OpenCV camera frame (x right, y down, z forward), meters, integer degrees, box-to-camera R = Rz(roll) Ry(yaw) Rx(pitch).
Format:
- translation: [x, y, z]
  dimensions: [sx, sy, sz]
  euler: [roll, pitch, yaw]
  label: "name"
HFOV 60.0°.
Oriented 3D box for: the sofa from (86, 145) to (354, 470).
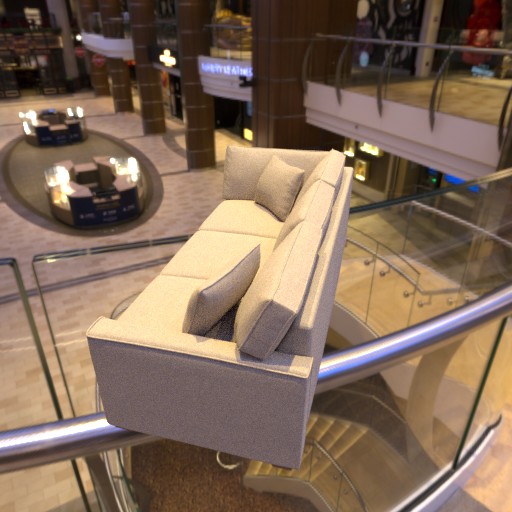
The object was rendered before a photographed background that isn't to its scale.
- translation: [0.000, 0.000, 2.900]
  dimensions: [1.061, 0.962, 2.317]
  euler: [8, 30, 13]
  label: "sofa"
